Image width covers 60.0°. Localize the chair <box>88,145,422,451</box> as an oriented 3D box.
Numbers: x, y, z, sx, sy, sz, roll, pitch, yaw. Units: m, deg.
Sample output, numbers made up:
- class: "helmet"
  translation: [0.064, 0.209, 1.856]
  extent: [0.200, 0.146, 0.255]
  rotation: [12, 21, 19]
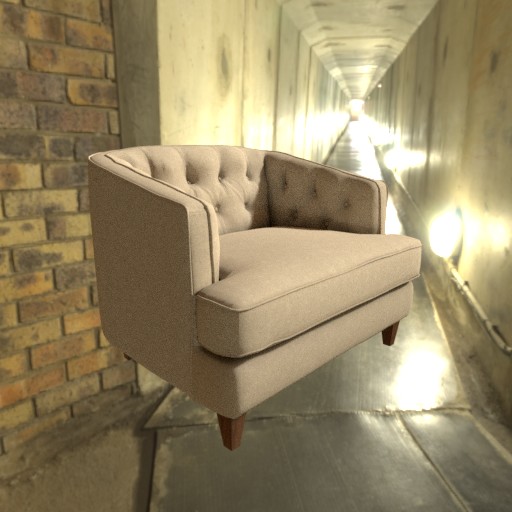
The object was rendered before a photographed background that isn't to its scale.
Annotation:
- class: "chair"
  translation: [0.000, 0.000, 1.758]
  extent: [0.941, 0.852, 1.104]
  rotation: [13, 20, 42]
